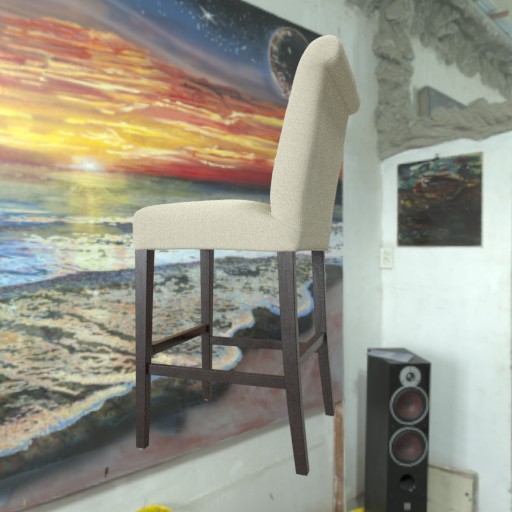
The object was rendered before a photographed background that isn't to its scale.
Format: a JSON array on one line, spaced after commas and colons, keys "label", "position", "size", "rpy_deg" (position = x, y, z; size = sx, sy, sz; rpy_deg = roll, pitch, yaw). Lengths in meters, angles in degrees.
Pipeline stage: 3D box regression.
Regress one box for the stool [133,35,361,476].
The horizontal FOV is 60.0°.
[{"label": "stool", "position": [0.000, 0.000, 1.401], "size": [0.610, 1.118, 0.482], "rpy_deg": [0, 1, 19]}]
